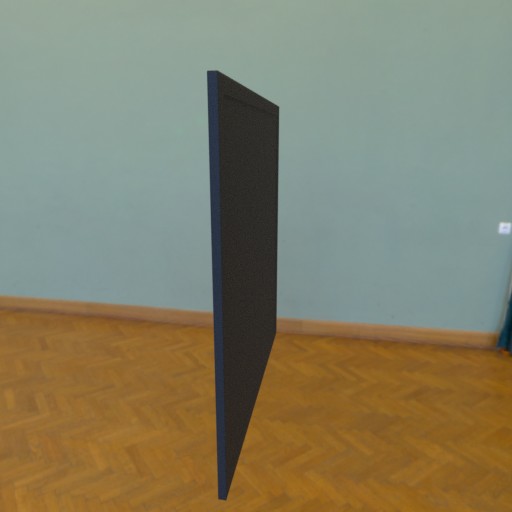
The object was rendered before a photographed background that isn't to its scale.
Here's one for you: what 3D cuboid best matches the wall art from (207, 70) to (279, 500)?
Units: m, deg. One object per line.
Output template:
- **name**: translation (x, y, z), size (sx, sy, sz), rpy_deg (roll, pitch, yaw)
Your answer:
- **wall art**: translation (0.000, 0.000, 0.814), size (0.012, 0.558, 0.562), rpy_deg (2, 15, 9)
